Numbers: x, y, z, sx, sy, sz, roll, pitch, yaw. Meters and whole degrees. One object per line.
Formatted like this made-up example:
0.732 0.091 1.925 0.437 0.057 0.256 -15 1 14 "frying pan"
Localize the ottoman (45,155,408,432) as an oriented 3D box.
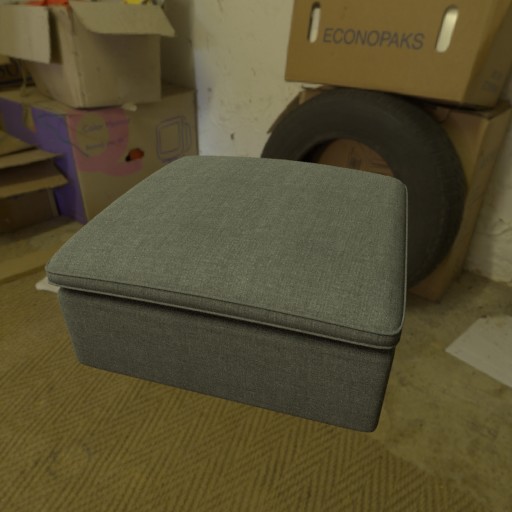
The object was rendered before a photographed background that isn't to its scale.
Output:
0.000 0.000 1.715 1.067 0.559 1.067 9 32 14 "ottoman"
